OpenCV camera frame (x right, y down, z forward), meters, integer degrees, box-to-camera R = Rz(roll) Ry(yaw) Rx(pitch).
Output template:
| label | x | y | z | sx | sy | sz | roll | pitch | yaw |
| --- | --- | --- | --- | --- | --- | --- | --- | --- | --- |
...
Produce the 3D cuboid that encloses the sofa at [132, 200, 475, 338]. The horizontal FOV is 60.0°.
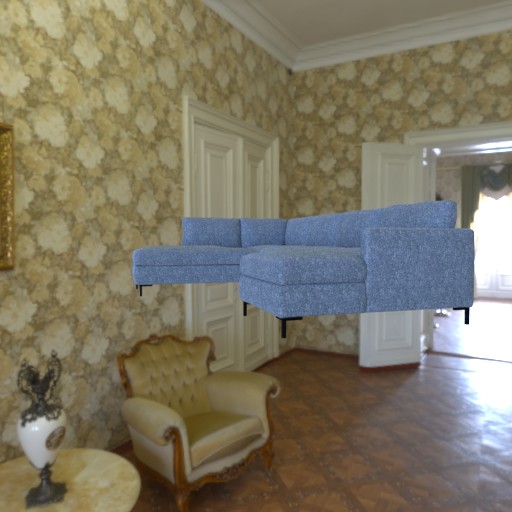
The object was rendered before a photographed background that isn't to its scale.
| label | x | y | z | sx | sy | sz | roll | pitch | yaw |
| --- | --- | --- | --- | --- | --- | --- | --- | --- | --- |
| sofa | 0.000 | 0.000 | 3.610 | 1.879 | 0.756 | 2.737 | -1 | 2 | -17 |
